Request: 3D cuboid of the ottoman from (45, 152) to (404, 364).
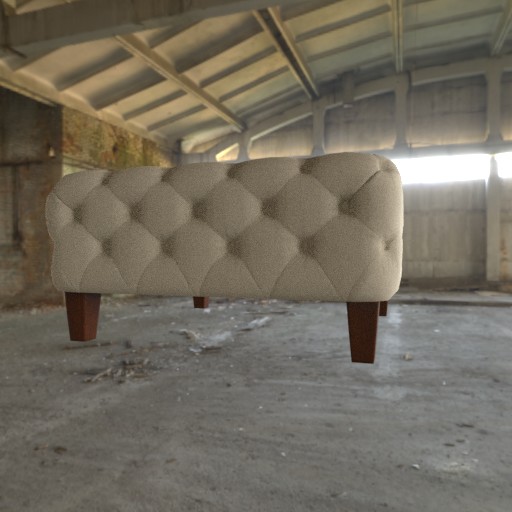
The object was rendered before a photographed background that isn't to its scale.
[{"bbox_3d":[0.000,0.000,1.193,0.753,0.376,0.755,0,0,18],"label":"ottoman"}]
